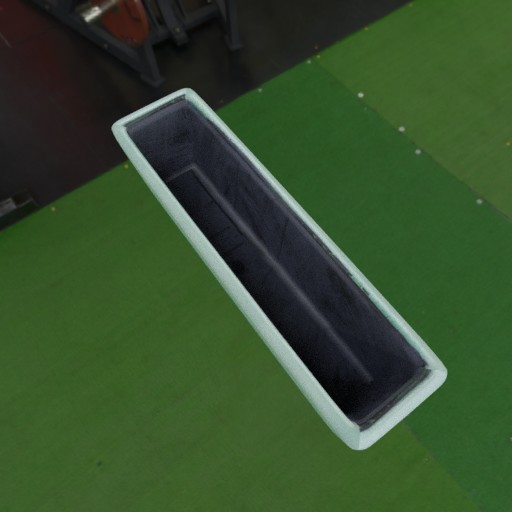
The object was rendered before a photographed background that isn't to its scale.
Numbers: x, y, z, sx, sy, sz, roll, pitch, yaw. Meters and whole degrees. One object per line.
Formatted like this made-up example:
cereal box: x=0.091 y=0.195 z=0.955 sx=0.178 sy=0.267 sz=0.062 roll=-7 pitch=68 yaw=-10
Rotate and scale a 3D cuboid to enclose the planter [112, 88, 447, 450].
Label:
planter: x=0.000 y=0.000 z=0.316 sx=0.072 sy=0.072 sz=0.275 roll=-33 pitch=68 yaw=-15
